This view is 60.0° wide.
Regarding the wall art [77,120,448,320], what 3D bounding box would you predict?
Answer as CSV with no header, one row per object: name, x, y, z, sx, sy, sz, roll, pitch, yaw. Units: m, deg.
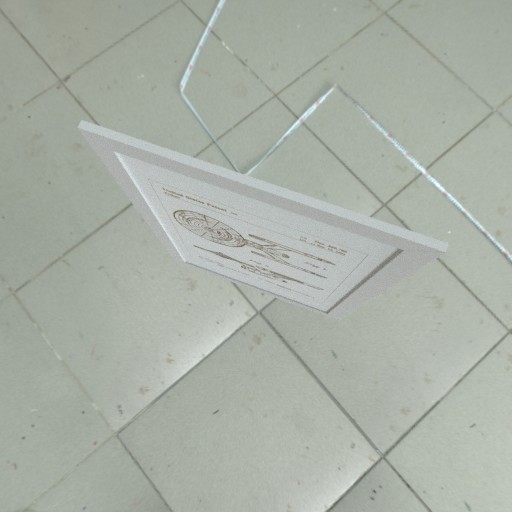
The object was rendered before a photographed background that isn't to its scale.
wall art,0.000,0.000,0.832,0.454,0.659,0.011,19,76,5
